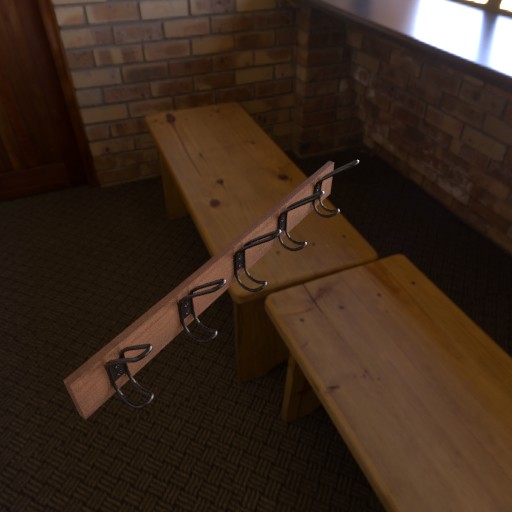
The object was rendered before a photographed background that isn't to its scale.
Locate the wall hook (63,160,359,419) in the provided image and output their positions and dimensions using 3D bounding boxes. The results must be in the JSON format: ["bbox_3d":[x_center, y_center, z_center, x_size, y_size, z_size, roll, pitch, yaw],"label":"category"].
[{"bbox_3d":[0.000,0.000,0.602,0.076,0.116,0.554,25,46,26],"label":"wall hook"}]
